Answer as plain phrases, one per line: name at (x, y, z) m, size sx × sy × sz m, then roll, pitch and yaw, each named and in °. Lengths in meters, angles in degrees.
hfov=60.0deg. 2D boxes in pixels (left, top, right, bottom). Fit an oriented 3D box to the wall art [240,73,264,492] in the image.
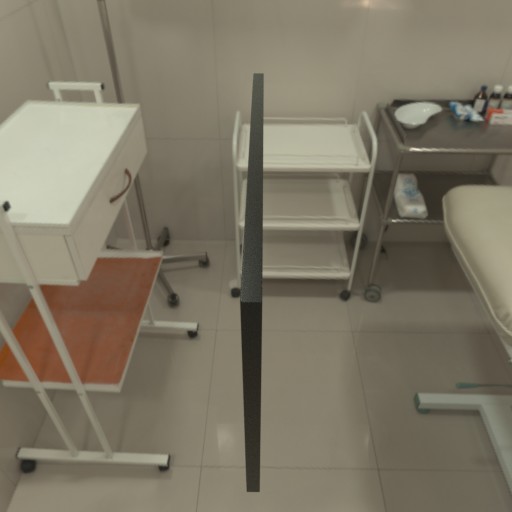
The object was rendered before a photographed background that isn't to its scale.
wall art at (0.000, 0.000, 0.825) m, size 0.022 × 0.446 × 0.659 m, roll 1°, pitch 41°, yaw 1°
